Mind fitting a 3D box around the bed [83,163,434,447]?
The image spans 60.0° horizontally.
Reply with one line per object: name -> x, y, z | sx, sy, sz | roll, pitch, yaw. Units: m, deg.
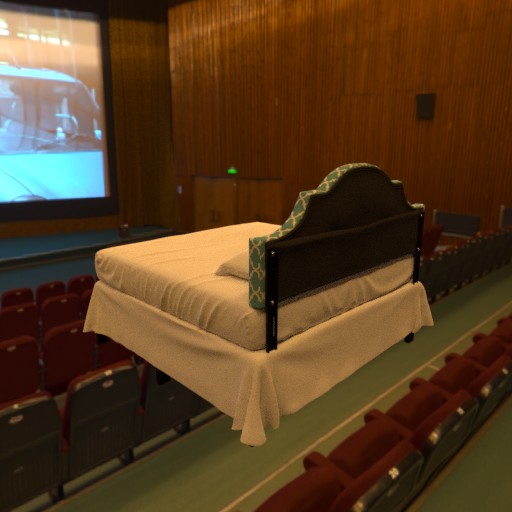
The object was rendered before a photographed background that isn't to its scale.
bed -> 0.000, 0.000, 3.760 | 2.314, 1.601, 2.222 | -14, 20, -43
